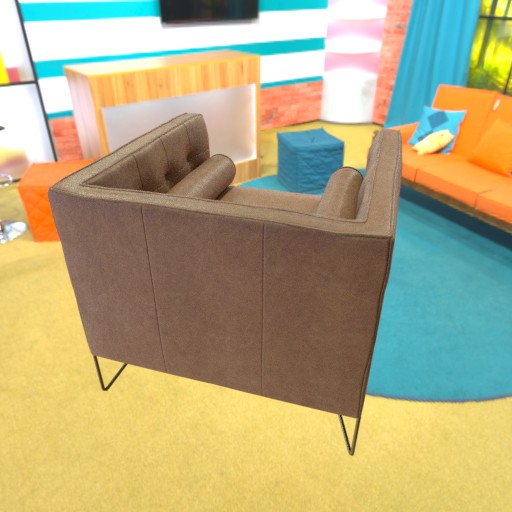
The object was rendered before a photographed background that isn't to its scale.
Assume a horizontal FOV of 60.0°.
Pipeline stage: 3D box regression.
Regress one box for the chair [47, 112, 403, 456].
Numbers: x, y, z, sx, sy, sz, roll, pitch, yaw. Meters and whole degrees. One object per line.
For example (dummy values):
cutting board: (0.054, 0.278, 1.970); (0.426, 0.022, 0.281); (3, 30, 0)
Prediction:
chair: (0.000, 0.000, 1.622); (0.920, 0.797, 0.912); (9, 33, 14)
